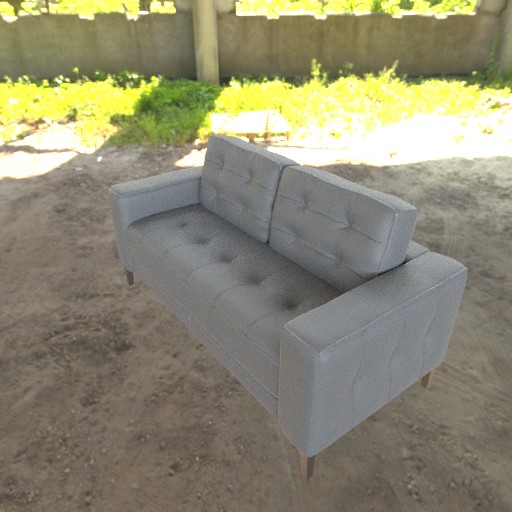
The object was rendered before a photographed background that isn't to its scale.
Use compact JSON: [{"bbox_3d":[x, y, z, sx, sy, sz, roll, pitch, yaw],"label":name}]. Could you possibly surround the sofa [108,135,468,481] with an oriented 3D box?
[{"bbox_3d":[0.000,0.000,2.181,0.833,0.892,1.726,-21,36,-31],"label":"sofa"}]
